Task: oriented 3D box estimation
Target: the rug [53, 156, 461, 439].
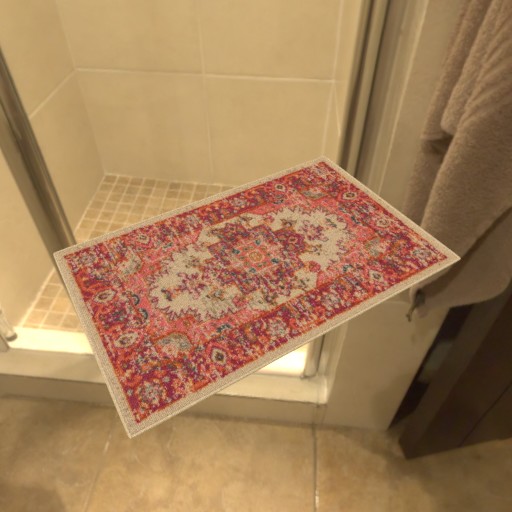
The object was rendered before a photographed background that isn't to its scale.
[{"bbox_3d":[0.000,0.000,1.115,0.868,0.004,0.556,-23,49,-22],"label":"rug"}]
